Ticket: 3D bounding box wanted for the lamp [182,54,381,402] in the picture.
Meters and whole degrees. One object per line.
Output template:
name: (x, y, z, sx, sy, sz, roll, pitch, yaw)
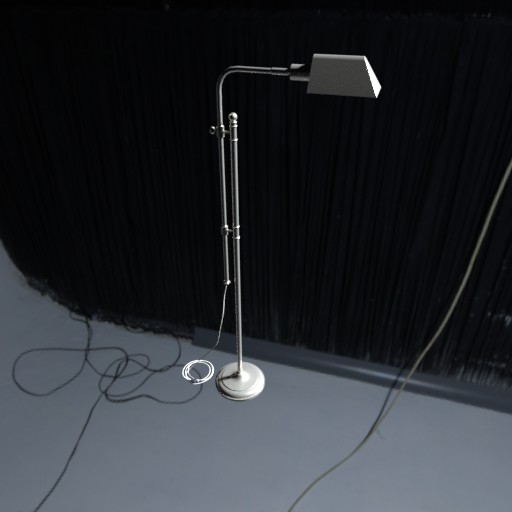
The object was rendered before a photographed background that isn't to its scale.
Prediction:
lamp: (0.000, 0.000, 1.862, 0.813, 1.571, 0.256, 10, 33, 15)
